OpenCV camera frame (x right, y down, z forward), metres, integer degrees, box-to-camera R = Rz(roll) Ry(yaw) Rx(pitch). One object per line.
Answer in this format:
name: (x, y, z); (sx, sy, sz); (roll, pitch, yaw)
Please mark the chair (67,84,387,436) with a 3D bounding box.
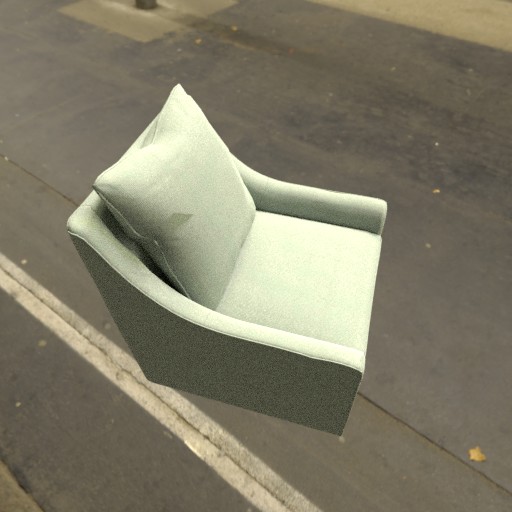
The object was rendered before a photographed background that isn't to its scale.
chair: (0.000, 0.000, 1.591); (0.870, 0.926, 0.760); (12, 48, 11)
